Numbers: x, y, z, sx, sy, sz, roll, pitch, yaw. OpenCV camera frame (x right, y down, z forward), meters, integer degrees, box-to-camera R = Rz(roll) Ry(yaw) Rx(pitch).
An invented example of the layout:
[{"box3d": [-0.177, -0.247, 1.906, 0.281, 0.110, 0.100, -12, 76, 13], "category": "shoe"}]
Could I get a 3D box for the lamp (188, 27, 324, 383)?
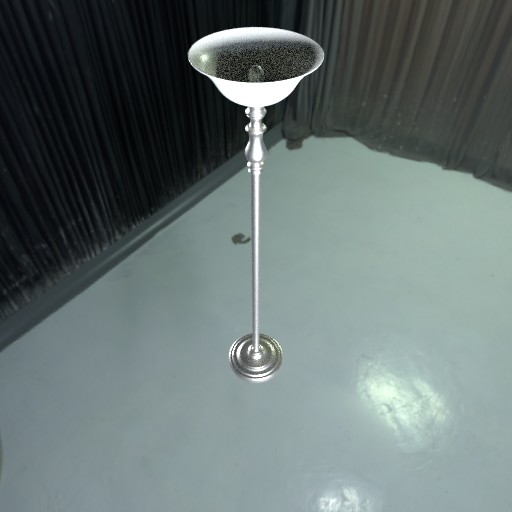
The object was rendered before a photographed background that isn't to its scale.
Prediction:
[{"box3d": [0.000, 0.000, 1.969, 0.405, 1.771, 0.405, 24, 51, 22], "category": "lamp"}]
